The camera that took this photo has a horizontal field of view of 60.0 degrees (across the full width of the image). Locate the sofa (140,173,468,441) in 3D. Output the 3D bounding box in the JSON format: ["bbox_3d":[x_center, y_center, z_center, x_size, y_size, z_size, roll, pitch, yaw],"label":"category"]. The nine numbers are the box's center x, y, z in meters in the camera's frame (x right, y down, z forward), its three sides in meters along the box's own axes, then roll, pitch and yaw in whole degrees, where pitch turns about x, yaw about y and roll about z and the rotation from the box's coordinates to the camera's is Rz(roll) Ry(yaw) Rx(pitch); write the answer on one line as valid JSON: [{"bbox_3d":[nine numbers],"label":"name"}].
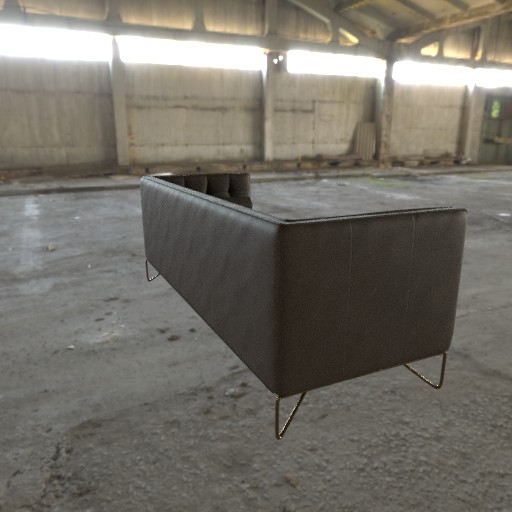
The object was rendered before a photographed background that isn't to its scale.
[{"bbox_3d":[0.000,0.000,2.529,0.867,0.789,2.087,-7,16,-25],"label":"sofa"}]
